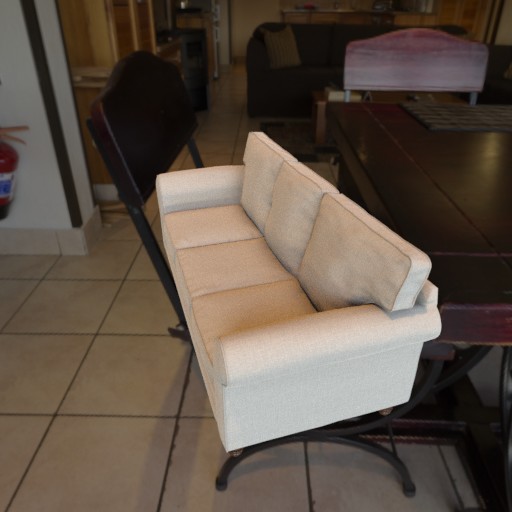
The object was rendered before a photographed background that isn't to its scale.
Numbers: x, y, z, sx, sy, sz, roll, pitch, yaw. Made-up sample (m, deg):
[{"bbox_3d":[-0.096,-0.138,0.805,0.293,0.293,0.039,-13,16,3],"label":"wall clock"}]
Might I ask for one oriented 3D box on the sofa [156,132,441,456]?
[{"bbox_3d":[0.000,0.000,2.574,0.916,0.961,2.084,-9,31,-15],"label":"sofa"}]
